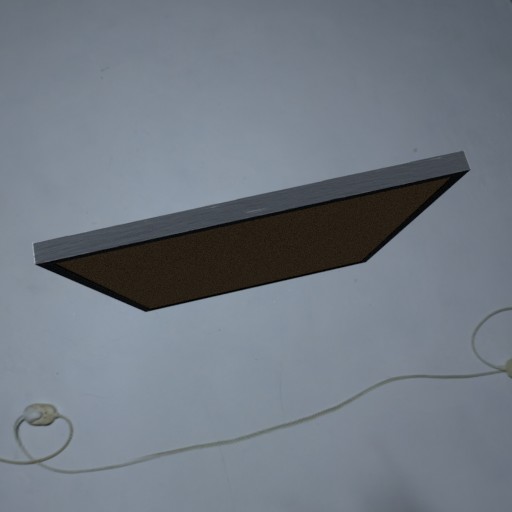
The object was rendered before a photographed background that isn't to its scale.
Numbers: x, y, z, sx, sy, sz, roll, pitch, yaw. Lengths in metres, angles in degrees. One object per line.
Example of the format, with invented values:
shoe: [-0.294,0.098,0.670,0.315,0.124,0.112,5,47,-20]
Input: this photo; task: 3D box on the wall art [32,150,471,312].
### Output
wall art: [0.000,0.000,1.127,0.761,0.761,0.037,-13,77,-3]
